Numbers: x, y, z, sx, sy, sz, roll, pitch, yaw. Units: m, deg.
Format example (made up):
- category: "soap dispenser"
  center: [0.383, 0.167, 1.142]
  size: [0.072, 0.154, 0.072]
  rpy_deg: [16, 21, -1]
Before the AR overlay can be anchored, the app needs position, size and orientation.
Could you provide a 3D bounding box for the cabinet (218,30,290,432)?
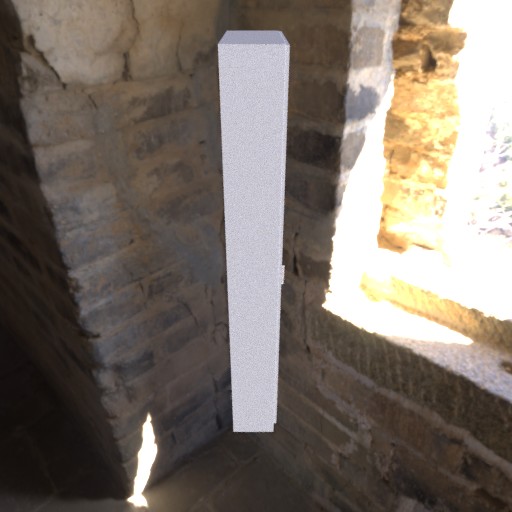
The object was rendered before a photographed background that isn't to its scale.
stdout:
- category: "cabinet"
  center: [0.000, 0.000, 2.010]
  size: [0.230, 1.790, 0.500]
  rpy_deg: [0, 31, 0]
